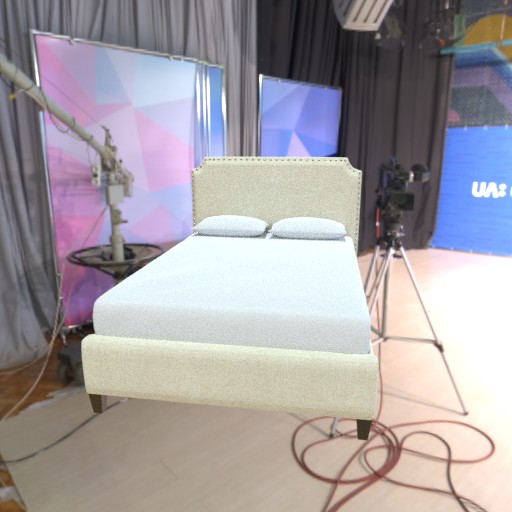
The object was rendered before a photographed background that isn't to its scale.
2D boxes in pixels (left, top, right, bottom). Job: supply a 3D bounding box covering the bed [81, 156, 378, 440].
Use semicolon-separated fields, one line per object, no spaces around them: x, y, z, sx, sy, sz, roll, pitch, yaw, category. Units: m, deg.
0.000;0.000;3.497;1.713;1.457;2.381;2;15;9;bed
